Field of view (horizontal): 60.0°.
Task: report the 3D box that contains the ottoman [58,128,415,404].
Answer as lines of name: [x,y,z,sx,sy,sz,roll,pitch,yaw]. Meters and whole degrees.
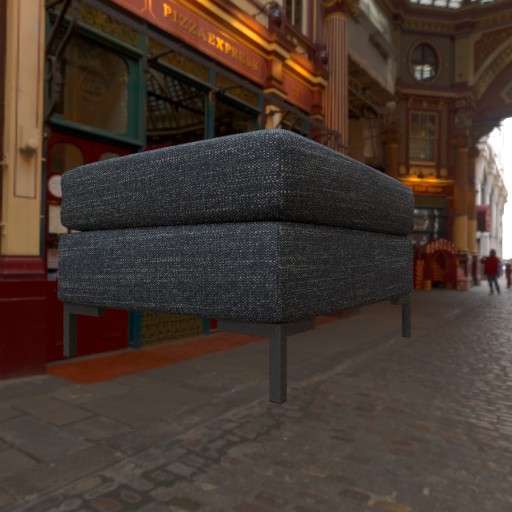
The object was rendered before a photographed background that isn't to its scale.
ottoman: [0.000,0.000,1.219,0.667,0.491,0.814,0,0,35]
